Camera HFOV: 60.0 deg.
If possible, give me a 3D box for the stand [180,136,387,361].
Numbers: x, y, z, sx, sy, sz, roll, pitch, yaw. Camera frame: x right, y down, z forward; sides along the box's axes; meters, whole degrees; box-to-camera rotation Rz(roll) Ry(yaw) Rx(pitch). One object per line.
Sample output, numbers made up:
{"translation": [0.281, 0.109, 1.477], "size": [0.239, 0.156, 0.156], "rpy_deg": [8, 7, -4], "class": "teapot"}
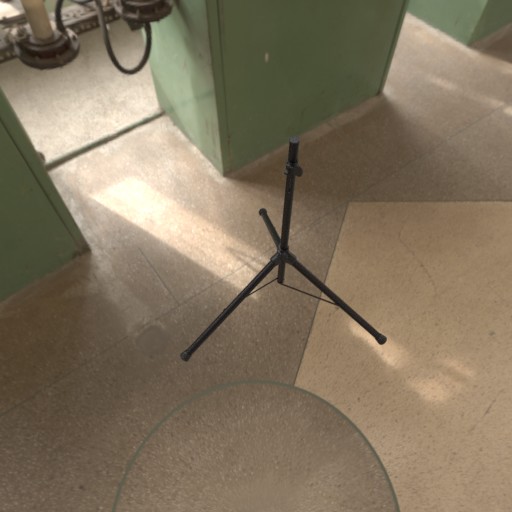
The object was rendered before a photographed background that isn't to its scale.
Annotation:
{"translation": [0.000, 0.000, 1.862], "size": [0.907, 1.136, 1.045], "rpy_deg": [-31, 63, -17], "class": "stand"}
